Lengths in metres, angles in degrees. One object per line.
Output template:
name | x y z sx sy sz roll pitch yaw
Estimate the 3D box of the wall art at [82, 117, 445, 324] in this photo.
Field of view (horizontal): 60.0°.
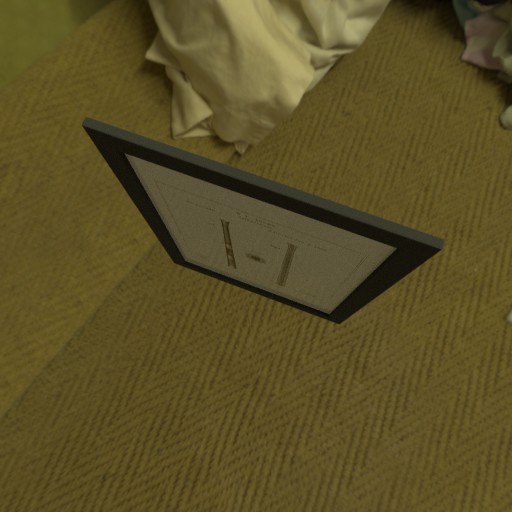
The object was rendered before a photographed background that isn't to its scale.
wall art | 0.000 0.000 0.685 0.374 0.529 0.012 20 75 6
